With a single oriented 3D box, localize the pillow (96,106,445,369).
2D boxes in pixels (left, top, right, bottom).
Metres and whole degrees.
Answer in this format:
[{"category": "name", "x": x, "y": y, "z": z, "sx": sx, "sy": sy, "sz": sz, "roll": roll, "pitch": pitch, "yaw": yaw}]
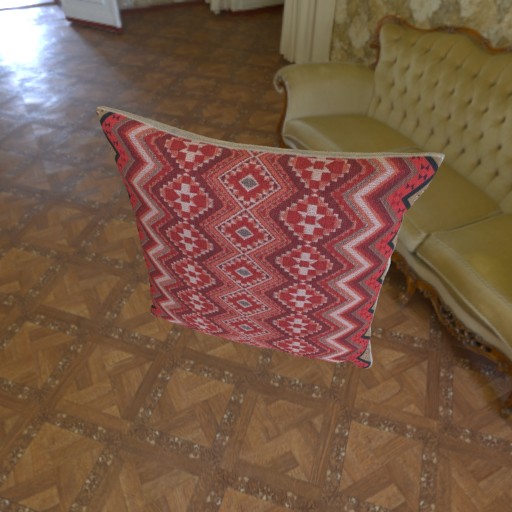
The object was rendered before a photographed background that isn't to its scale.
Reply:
[{"category": "pillow", "x": 0.000, "y": 0.000, "z": 0.807, "sx": 0.513, "sy": 0.511, "sz": 0.158, "roll": 12, "pitch": 45, "yaw": 12}]
